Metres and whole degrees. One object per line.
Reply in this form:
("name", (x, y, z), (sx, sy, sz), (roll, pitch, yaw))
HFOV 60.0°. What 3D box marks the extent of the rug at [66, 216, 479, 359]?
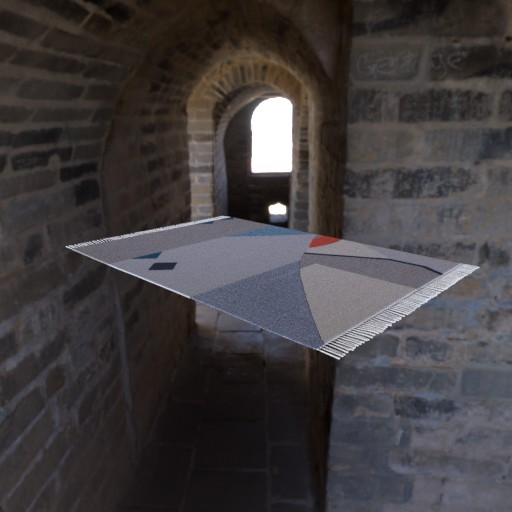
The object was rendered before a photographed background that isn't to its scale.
("rug", (0.000, 0.000, 2.321), (1.828, 0.005, 1.220), (15, 22, 41))
